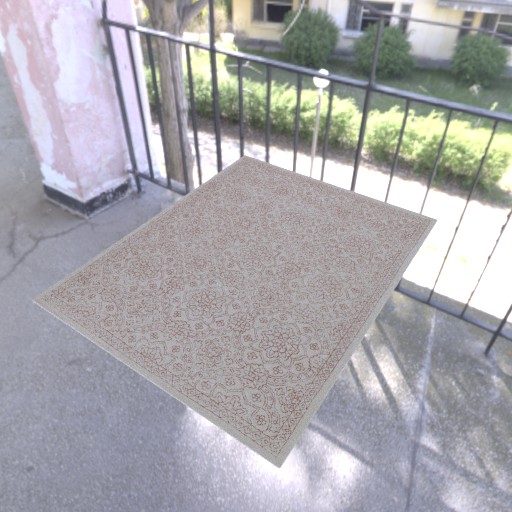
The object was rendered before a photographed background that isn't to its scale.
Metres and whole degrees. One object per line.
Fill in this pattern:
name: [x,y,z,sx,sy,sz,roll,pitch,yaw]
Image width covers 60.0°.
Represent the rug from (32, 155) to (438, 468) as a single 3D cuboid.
rug: [0.000,0.000,4.119,2.441,0.015,3.050,24,46,25]
